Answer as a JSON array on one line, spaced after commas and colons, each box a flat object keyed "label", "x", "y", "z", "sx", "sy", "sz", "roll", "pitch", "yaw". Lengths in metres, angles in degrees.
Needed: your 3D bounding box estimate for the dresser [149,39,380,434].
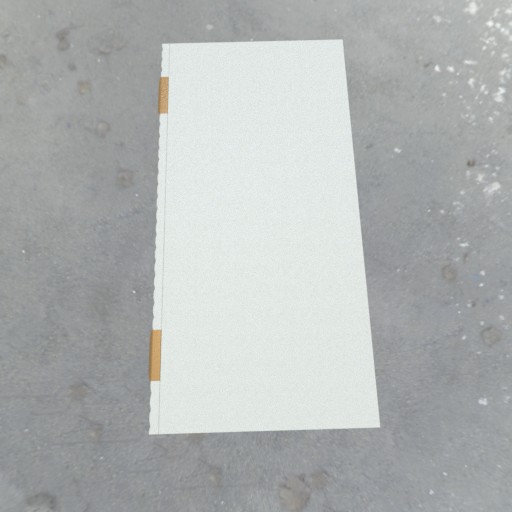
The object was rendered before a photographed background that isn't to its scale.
[{"label": "dresser", "x": 0.000, "y": 0.000, "z": 1.327, "sx": 0.457, "sy": 0.721, "sz": 0.905, "roll": -2, "pitch": 74, "yaw": 0}]
